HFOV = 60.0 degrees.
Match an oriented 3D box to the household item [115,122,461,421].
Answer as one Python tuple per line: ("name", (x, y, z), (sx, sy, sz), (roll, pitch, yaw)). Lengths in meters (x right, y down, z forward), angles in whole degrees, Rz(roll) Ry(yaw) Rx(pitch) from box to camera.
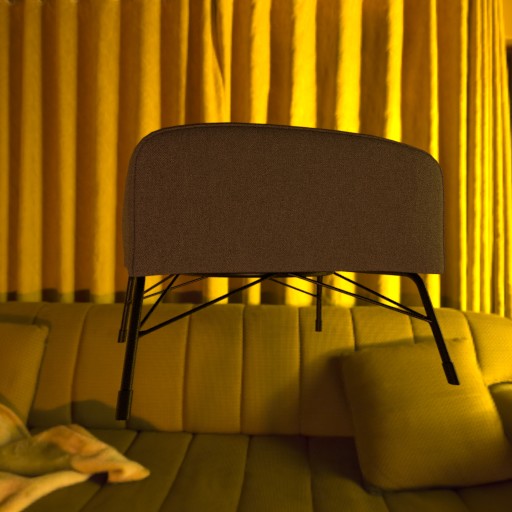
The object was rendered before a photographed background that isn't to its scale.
("household item", (0.000, 0.000, 0.882), (0.530, 0.410, 0.530), (0, 0, -17))
